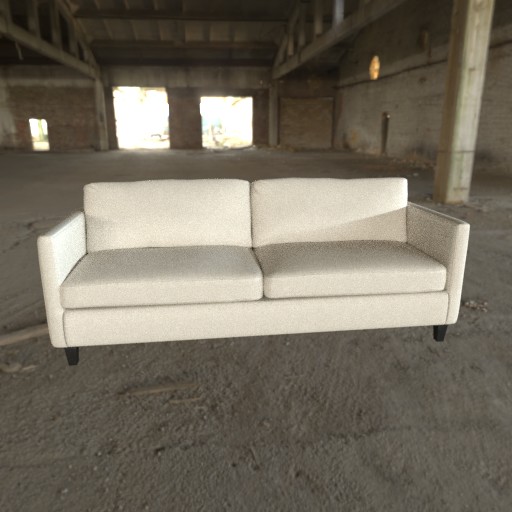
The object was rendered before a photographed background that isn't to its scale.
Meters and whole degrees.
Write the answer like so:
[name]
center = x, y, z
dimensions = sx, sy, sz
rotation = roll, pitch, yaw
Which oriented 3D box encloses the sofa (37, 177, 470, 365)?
[sofa]
center = 0.000, 0.000, 2.929
dimensions = 2.434, 0.965, 0.948
rotation = -2, 16, -7
